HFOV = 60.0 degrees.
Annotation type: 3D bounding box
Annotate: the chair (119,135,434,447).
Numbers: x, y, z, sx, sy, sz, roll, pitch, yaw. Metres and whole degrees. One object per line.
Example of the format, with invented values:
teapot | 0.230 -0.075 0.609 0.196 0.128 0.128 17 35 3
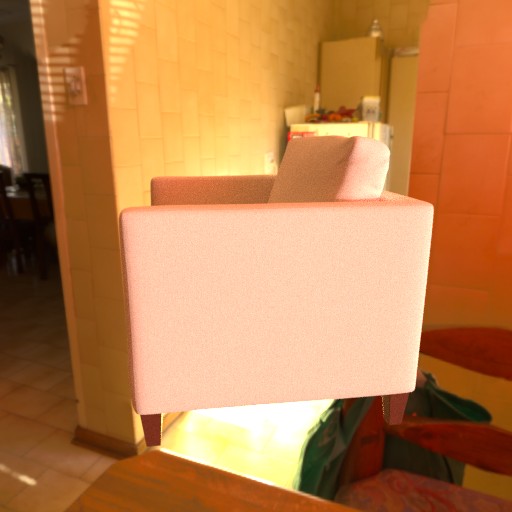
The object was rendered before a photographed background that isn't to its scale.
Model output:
chair | 0.000 0.000 1.684 0.878 0.885 1.019 -2 15 -8
